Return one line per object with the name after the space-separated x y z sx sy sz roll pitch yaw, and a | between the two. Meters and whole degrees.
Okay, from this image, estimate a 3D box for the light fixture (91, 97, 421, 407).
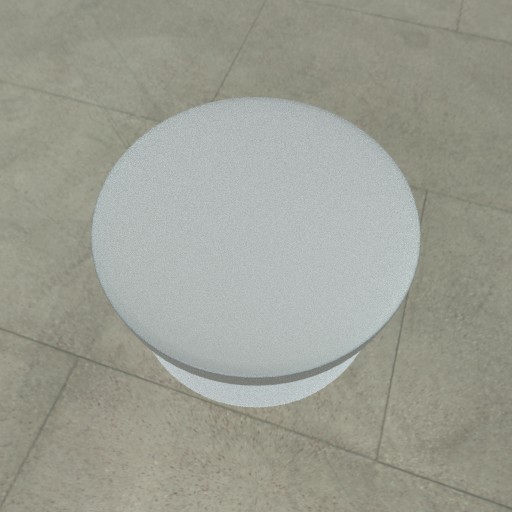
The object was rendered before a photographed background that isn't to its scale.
0.000 0.000 0.633 0.393 0.229 0.393 0 62 0 | light fixture
